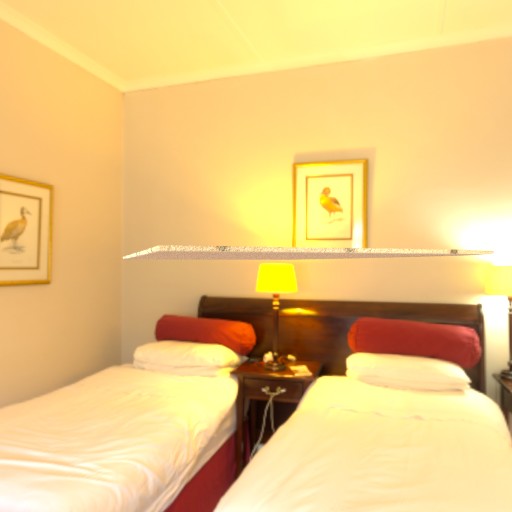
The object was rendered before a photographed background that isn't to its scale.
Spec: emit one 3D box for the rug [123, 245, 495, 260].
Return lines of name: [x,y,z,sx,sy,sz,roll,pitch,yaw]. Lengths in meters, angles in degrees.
rug: [0.000,0.000,3.353,1.801,0.026,2.701,0,-1,-20]
